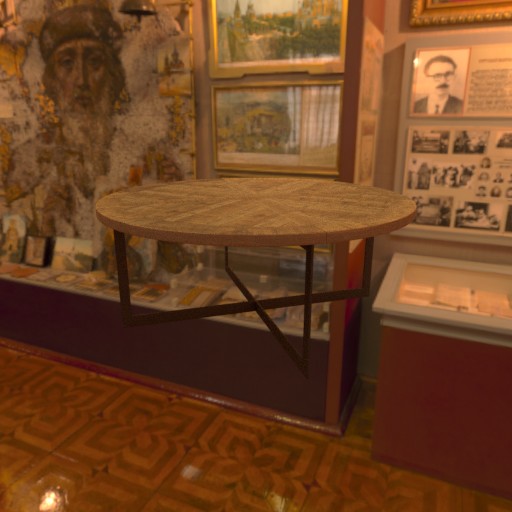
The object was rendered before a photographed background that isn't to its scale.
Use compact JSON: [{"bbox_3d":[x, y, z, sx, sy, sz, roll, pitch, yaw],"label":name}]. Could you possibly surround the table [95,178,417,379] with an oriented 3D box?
[{"bbox_3d":[0.000,0.000,1.919,1.264,0.516,1.264,0,17,0],"label":"table"}]
